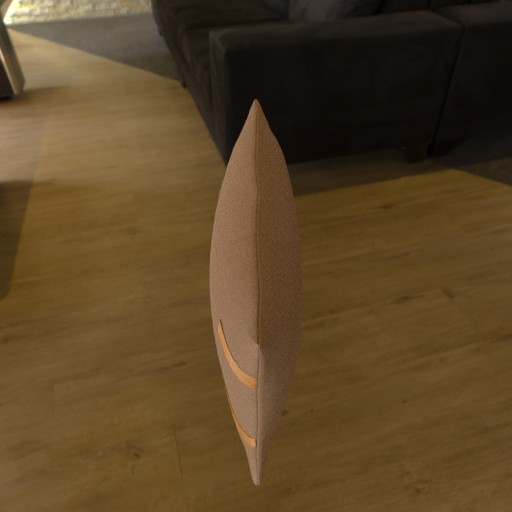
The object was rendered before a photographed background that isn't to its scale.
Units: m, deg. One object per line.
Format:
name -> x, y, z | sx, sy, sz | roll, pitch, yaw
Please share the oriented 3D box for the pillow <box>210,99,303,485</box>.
pillow -> 0.000, 0.000, 0.739 | 0.148, 0.308, 0.612 | 0, 41, 0
